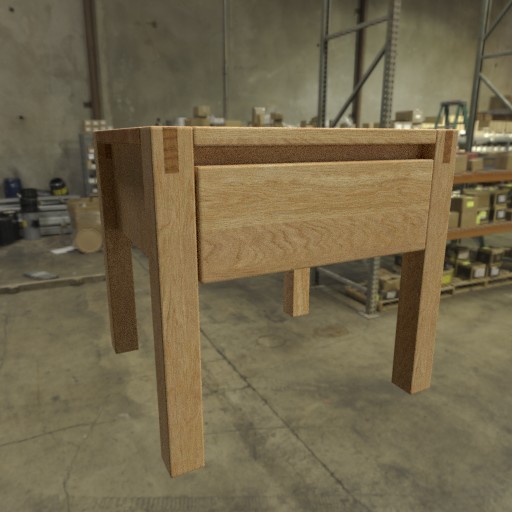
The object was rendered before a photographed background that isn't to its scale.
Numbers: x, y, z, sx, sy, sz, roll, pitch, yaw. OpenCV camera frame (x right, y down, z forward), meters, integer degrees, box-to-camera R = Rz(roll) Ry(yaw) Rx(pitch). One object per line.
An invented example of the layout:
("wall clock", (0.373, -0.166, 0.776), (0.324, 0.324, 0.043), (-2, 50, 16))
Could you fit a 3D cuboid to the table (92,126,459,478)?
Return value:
("table", (0.000, 0.000, 0.824), (0.480, 0.450, 0.440), (-8, 17, -26))
